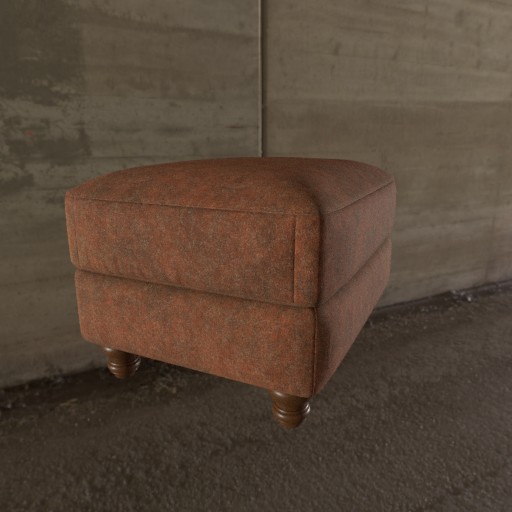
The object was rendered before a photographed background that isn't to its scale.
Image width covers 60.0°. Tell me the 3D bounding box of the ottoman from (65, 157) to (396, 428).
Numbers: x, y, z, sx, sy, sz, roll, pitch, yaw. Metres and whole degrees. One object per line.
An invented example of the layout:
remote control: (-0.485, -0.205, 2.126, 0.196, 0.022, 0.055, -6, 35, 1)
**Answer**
ottoman: (0.000, 0.000, 1.185, 0.635, 0.508, 0.787, 7, 17, 25)
